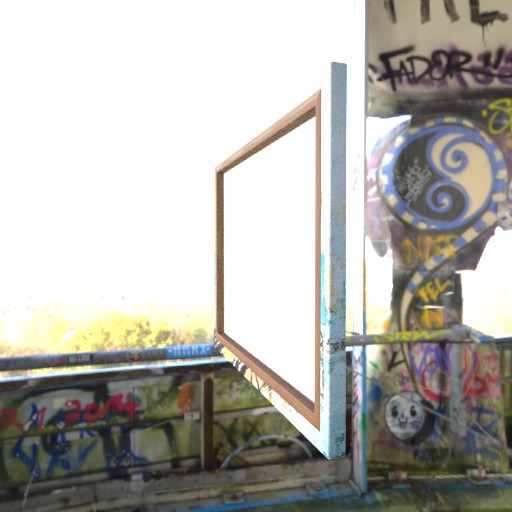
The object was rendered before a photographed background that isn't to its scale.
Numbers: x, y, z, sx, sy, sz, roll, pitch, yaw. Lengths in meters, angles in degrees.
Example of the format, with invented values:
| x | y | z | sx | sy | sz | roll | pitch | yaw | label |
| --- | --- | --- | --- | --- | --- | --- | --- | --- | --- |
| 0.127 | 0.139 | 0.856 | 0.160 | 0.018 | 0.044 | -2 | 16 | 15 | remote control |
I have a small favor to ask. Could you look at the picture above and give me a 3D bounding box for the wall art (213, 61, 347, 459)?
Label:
| x | y | z | sx | sy | sz | roll | pitch | yaw | label |
| --- | --- | --- | --- | --- | --- | --- | --- | --- | --- |
| 0.000 | 0.000 | 1.331 | 0.038 | 0.762 | 1.016 | 0 | 2 | -18 | wall art |
